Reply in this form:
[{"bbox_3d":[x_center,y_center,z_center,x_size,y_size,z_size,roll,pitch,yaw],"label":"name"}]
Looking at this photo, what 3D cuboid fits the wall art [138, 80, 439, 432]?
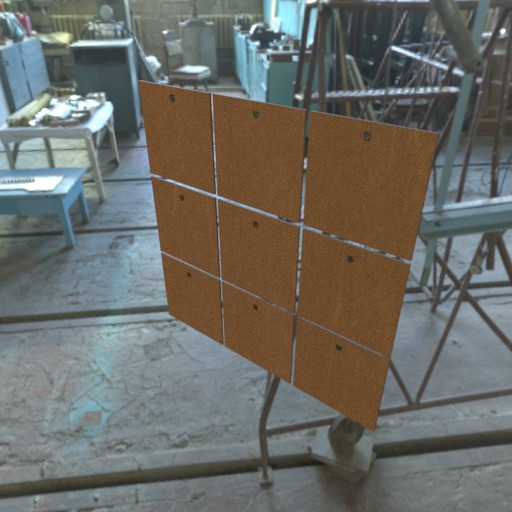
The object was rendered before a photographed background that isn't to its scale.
[{"bbox_3d":[0.000,0.000,2.259,1.526,1.522,0.023,22,38,32],"label":"wall art"}]
